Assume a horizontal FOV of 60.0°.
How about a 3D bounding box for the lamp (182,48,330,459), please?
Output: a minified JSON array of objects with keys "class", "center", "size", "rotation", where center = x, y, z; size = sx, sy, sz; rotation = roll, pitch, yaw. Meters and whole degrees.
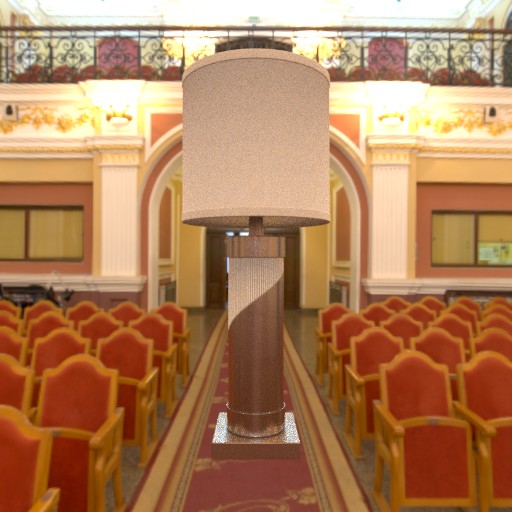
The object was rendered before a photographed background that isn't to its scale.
[{"class":"lamp","center":[0.000,0.000,0.611],"size":[0.202,0.509,0.202],"rotation":[0,-1,0]}]
